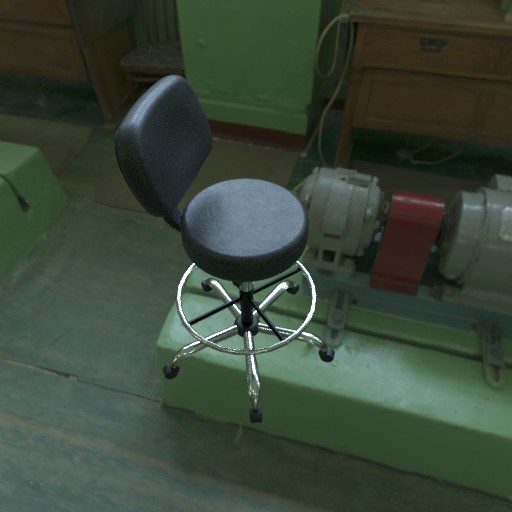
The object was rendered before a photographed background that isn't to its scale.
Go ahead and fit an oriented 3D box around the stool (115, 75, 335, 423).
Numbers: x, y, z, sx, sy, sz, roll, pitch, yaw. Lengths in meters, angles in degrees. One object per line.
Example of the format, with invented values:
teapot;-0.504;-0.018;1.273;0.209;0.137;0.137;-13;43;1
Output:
stool;0.000;0.000;1.492;0.658;1.069;0.694;10;47;10
